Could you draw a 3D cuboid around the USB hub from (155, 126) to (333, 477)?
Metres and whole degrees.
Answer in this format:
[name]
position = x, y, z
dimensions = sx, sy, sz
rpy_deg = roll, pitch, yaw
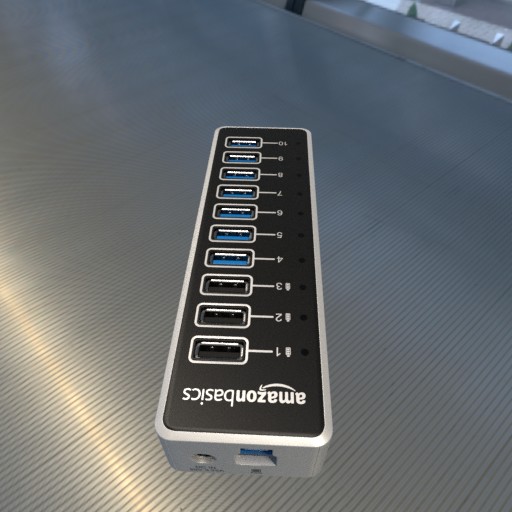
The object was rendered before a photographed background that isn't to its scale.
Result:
[USB hub]
position = 0.000, 0.000, 0.164
dimensions = 0.044, 0.023, 0.145
rpy_deg = 2, 47, 2
